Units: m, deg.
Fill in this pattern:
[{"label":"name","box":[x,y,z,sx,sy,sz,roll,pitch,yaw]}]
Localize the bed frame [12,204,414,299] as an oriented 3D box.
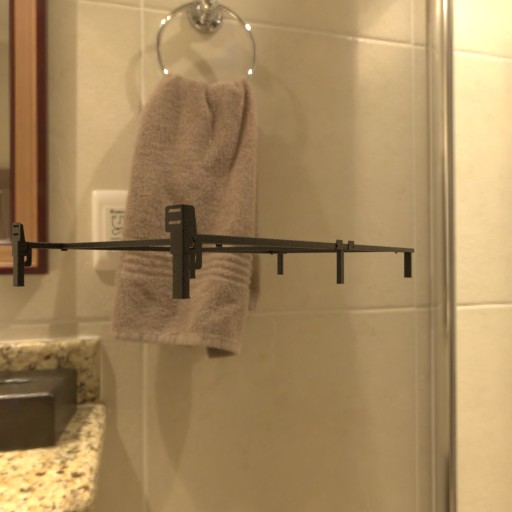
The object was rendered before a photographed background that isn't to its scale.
[{"label":"bed frame","box":[0.000,0.000,2.201,0.968,0.248,1.897,0,-1,37]}]
